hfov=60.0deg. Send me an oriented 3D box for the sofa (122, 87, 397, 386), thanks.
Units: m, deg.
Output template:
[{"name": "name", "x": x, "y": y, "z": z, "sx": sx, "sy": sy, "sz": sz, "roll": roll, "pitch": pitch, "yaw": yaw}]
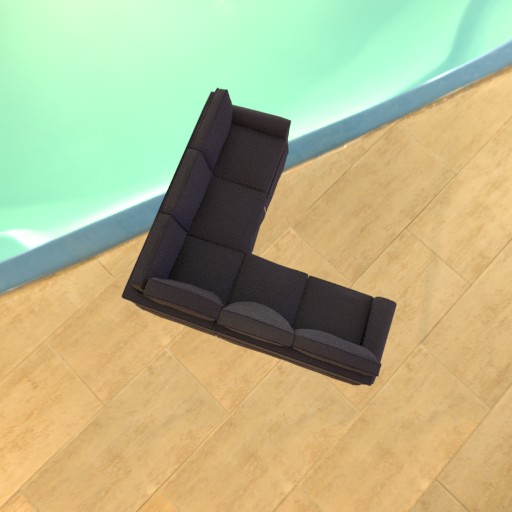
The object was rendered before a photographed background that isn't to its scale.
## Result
[{"name": "sofa", "x": 0.000, "y": 0.000, "z": 5.120, "sx": 2.874, "sy": 1.169, "sz": 3.773, "roll": -38, "pitch": 78, "yaw": -10}]
